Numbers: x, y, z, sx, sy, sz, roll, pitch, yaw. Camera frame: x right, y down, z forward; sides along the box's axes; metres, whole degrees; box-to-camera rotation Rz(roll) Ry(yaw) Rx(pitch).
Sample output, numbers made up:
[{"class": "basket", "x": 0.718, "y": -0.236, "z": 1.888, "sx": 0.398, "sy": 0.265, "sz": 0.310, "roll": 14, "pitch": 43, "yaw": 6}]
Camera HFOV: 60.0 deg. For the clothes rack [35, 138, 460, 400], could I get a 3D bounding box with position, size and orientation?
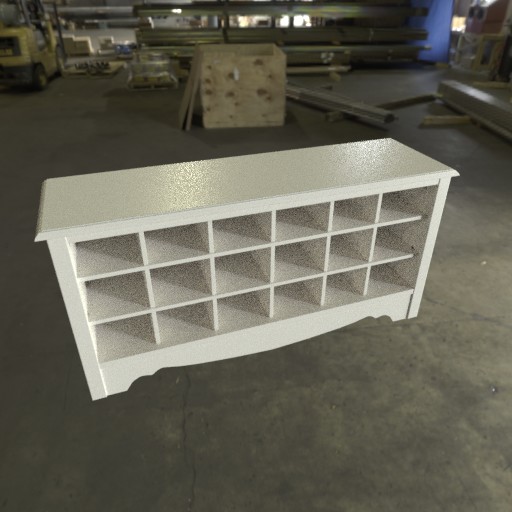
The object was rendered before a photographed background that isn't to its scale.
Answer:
[{"class": "clothes rack", "x": 0.000, "y": 0.000, "z": 1.368, "sx": 1.120, "sy": 0.531, "sz": 0.324, "roll": -11, "pitch": 33, "yaw": -17}]
